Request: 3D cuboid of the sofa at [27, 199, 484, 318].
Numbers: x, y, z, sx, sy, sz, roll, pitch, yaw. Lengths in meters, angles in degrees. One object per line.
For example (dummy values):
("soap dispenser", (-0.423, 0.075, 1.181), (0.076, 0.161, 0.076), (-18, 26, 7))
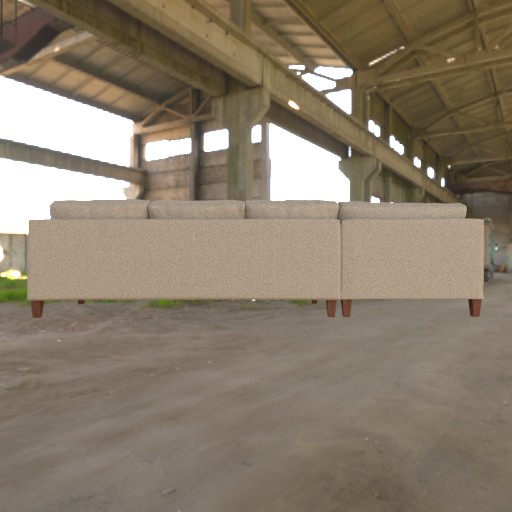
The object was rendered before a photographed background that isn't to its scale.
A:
("sofa", (0.000, 0.000, 3.873), (3.186, 0.846, 1.625), (0, 0, -1))
